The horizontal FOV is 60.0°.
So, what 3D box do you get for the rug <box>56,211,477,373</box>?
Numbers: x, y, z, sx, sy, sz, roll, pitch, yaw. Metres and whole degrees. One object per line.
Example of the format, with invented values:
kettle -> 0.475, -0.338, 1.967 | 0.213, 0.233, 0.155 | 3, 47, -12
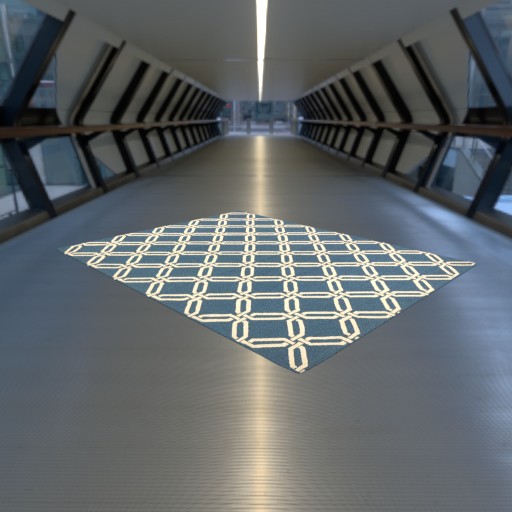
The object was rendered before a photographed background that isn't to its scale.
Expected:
rug -> 0.000, 0.000, 3.816 | 2.867, 0.020, 2.277 | 17, 25, 42
